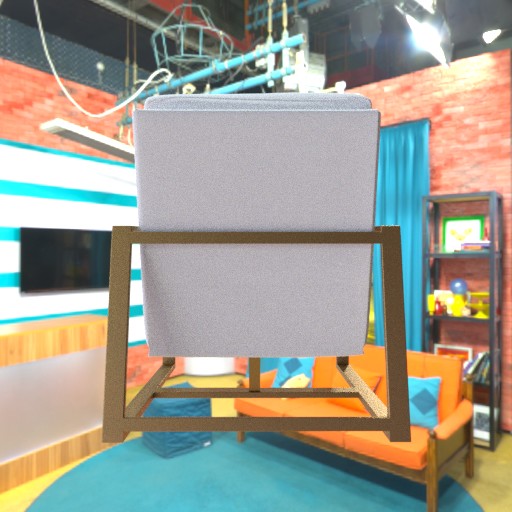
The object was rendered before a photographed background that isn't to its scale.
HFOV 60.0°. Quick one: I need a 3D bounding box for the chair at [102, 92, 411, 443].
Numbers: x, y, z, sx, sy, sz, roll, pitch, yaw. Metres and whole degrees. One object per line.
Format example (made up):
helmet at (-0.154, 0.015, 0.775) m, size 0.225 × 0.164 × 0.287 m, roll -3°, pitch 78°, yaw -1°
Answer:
chair at (0.000, 0.000, 1.553) m, size 0.805 × 0.966 × 0.813 m, roll 0°, pitch 0°, yaw 0°
